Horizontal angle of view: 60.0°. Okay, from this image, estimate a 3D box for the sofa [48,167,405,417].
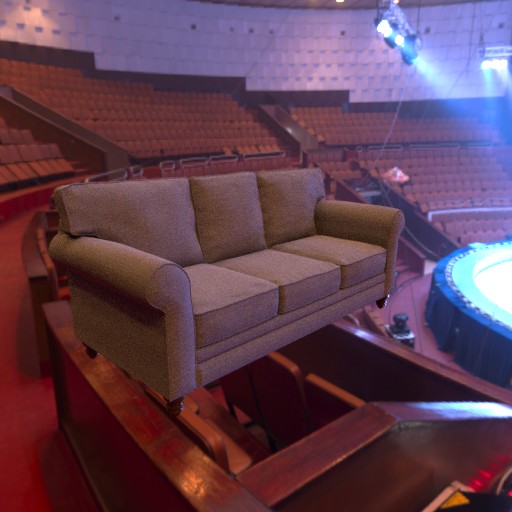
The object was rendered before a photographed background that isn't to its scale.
[{"bbox_3d":[0.000,0.000,2.662,0.916,0.961,2.084,14,20,42],"label":"sofa"}]
